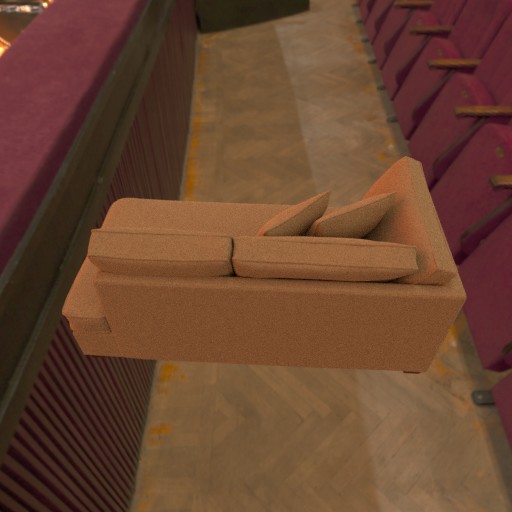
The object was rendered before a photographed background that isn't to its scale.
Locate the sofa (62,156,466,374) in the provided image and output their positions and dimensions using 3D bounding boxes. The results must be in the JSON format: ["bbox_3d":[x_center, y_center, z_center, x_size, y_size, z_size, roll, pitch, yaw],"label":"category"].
[{"bbox_3d":[0.000,0.000,2.901,2.237,1.033,1.110,2,46,2],"label":"sofa"}]
